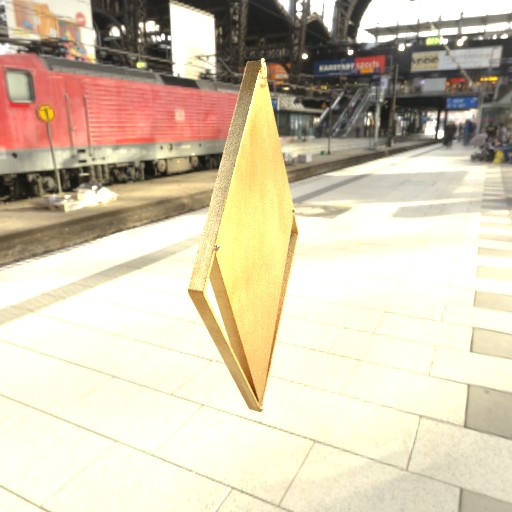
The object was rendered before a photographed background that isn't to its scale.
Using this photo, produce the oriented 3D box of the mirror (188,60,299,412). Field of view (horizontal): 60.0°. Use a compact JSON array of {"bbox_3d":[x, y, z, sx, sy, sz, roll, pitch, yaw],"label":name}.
[{"bbox_3d":[0.000,0.000,0.836,0.032,0.679,0.419,7,18,24],"label":"mirror"}]
